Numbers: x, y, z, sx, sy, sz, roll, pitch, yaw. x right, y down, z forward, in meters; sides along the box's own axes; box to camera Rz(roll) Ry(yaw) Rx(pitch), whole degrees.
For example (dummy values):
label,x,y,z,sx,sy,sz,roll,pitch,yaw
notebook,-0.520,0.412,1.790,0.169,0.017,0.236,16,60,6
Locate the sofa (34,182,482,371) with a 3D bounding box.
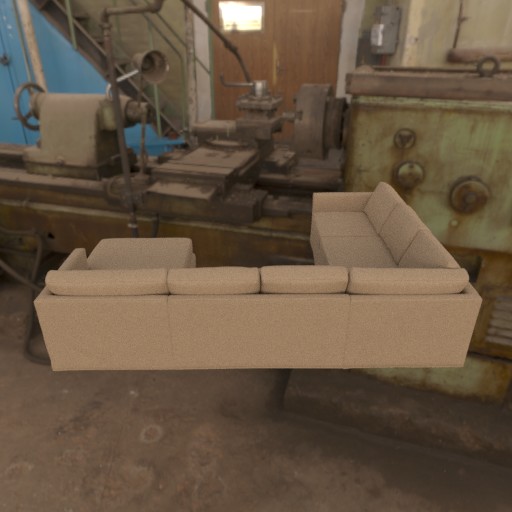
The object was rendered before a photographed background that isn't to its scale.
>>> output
label,x,y,z,sx,sy,sz,roll,pitch,yaw
sofa,0.000,0.000,4.550,3.460,0.882,2.427,0,28,-1
